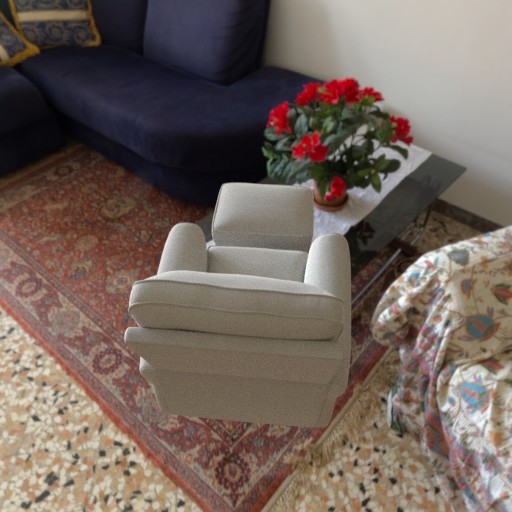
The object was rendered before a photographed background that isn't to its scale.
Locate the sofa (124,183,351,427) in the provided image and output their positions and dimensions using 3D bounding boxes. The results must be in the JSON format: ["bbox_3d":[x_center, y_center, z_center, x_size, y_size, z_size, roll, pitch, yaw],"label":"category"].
[{"bbox_3d":[0.000,0.000,2.086,0.880,0.959,1.478,4,46,4],"label":"sofa"}]
